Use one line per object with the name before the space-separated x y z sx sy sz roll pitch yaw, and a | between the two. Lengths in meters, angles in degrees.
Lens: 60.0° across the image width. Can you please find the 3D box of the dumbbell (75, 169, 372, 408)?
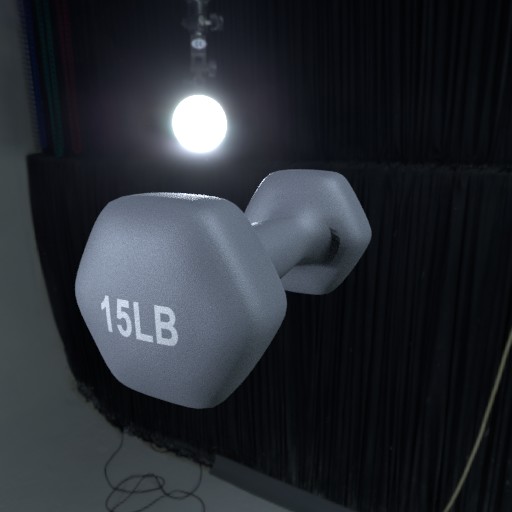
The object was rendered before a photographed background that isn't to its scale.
dumbbell | 0.000 0.000 0.306 0.116 0.105 0.240 8 17 26
